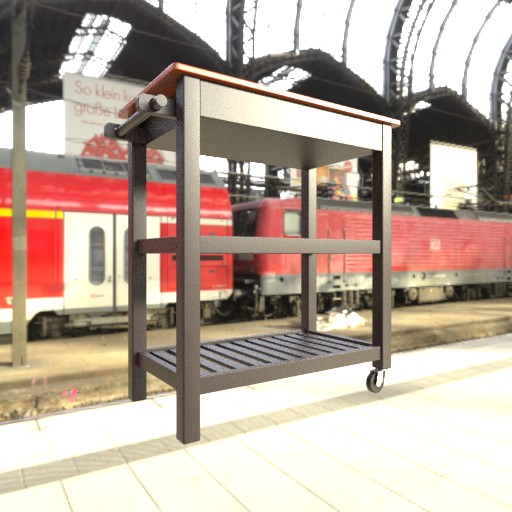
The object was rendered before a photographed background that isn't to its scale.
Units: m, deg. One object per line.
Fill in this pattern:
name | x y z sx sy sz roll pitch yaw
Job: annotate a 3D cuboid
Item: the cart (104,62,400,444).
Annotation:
cart | 0.000 0.000 1.461 0.899 0.927 0.457 0 0 -34
